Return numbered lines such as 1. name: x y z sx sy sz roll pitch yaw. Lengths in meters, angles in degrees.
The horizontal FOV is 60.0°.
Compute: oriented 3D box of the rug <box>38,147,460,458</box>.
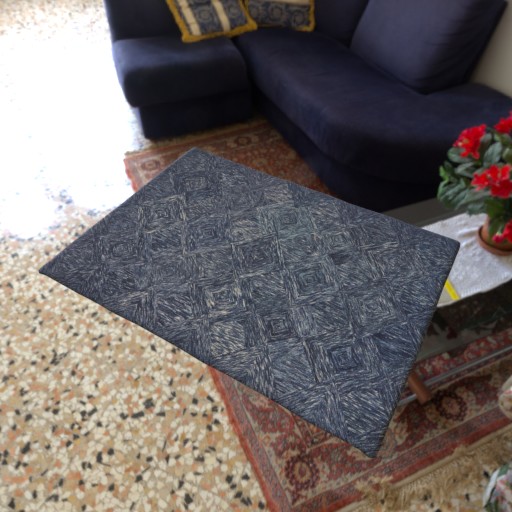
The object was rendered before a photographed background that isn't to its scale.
1. rug: 0.000 0.000 4.168 3.245 0.024 2.385 23 51 21
